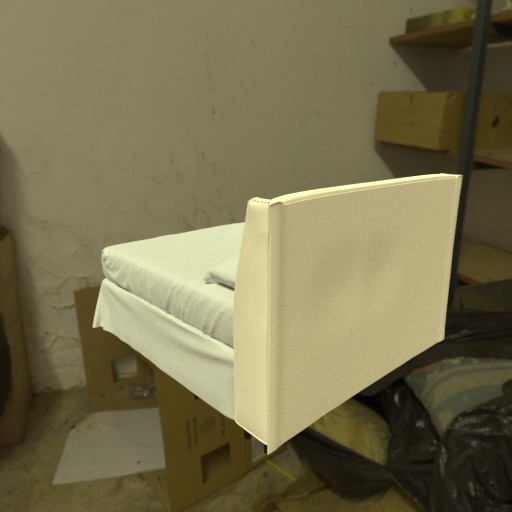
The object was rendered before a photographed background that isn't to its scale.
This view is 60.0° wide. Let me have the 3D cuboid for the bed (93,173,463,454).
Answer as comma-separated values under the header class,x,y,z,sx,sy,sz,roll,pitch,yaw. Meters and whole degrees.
class,x,y,z,sx,sy,sz,roll,pitch,yaw
bed,0.000,0.000,3.472,1.925,1.332,2.276,-14,21,-40
